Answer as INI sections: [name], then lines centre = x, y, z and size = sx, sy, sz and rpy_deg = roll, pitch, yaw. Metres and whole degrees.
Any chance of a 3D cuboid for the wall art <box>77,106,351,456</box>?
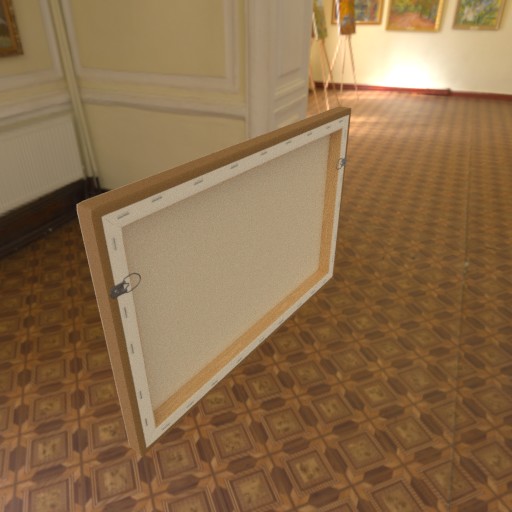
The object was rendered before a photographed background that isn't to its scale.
[wall art]
centre = 0.000, 0.000, 0.486
size = 0.019, 0.254, 0.380
rpy_deg = 21, 36, 31
